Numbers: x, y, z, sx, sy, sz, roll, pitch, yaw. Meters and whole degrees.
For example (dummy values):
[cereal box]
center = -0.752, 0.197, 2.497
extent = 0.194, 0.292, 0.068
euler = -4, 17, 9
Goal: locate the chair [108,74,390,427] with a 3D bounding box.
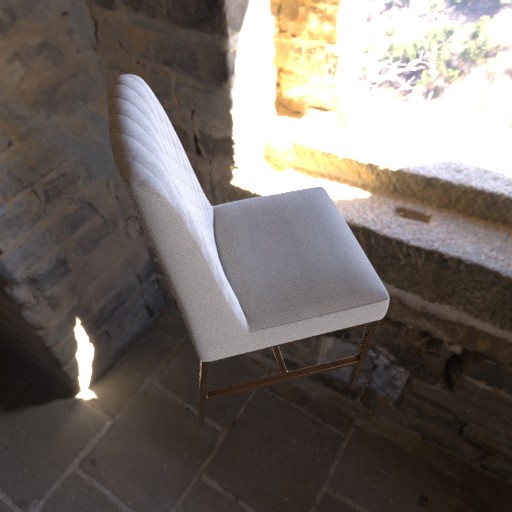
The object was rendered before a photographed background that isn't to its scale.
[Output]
[chair]
center = 0.000, 0.000, 1.246
extent = 0.597, 0.933, 0.503
euler = -11, 47, -10
